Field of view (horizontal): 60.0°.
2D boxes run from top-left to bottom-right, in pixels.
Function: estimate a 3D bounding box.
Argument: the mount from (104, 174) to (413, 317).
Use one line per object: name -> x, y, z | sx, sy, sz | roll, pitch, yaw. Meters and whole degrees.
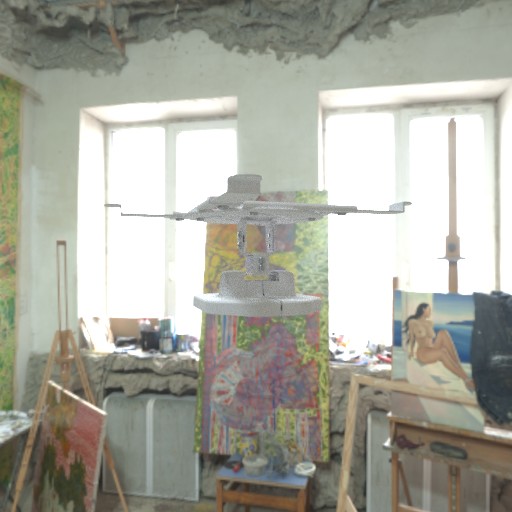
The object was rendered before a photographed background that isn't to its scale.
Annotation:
mount -> 0.000, 0.000, 0.603 | 0.394, 0.141, 0.394 | 0, -1, -18
